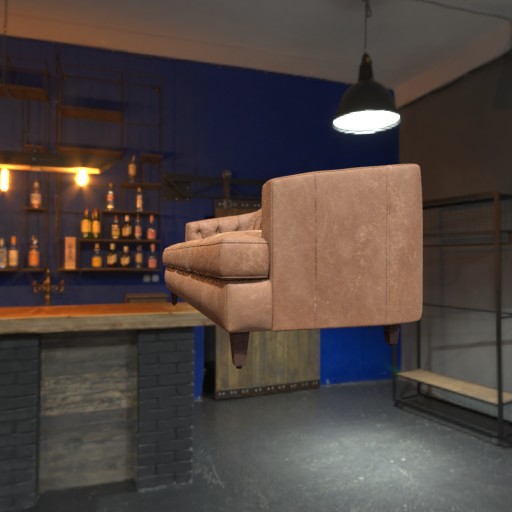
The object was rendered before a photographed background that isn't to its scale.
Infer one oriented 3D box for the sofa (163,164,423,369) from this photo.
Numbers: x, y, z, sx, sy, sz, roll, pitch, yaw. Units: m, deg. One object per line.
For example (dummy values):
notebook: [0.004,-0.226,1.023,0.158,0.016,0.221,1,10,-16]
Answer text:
sofa: [0.000,0.000,2.654,0.922,0.791,2.257,0,0,-17]
